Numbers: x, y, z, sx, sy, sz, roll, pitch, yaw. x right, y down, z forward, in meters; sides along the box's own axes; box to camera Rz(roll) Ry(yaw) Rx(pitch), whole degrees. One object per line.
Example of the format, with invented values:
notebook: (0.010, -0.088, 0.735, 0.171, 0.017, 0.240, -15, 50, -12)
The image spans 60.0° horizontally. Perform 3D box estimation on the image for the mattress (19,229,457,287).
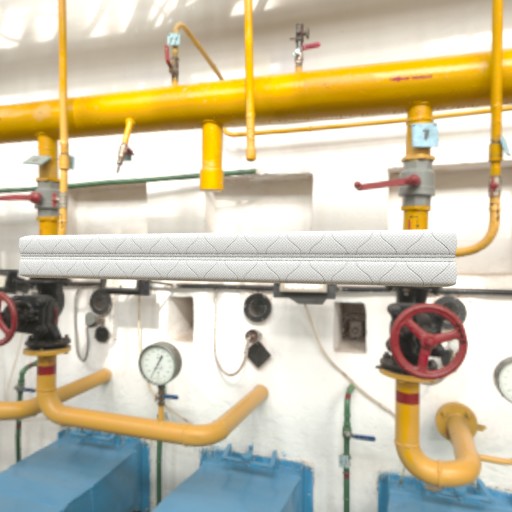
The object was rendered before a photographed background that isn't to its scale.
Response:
mattress: (0.000, 0.000, 2.450, 1.900, 0.200, 1.400, 0, 1, 19)
